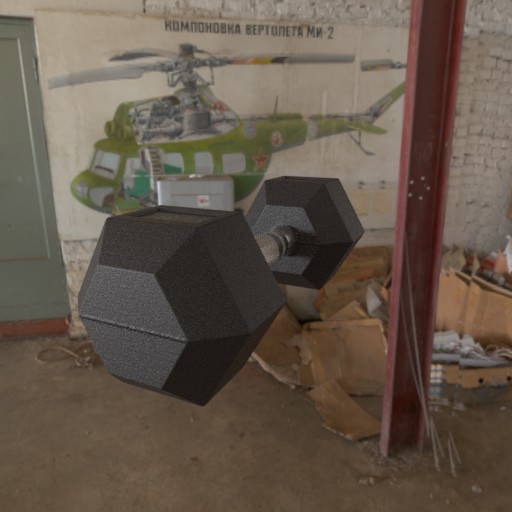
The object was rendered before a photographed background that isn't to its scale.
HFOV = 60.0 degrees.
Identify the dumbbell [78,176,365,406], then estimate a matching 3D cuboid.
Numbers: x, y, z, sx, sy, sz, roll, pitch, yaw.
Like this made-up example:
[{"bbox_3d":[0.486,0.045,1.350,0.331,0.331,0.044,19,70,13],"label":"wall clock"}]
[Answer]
[{"bbox_3d":[0.000,0.000,0.426,0.141,0.123,0.356,8,18,25],"label":"dumbbell"}]
